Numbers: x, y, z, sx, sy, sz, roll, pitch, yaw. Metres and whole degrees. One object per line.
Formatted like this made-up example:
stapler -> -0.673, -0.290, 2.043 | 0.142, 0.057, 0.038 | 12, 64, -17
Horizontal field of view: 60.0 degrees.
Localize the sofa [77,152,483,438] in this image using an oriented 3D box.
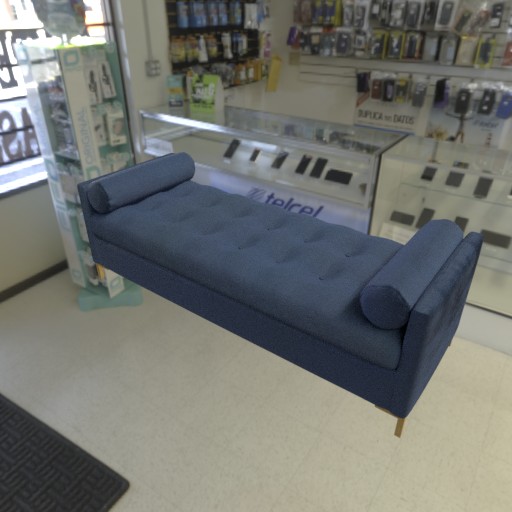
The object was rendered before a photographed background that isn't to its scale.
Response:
sofa -> 0.000, 0.000, 2.471 | 2.102, 0.705, 0.796 | 21, 36, 31
